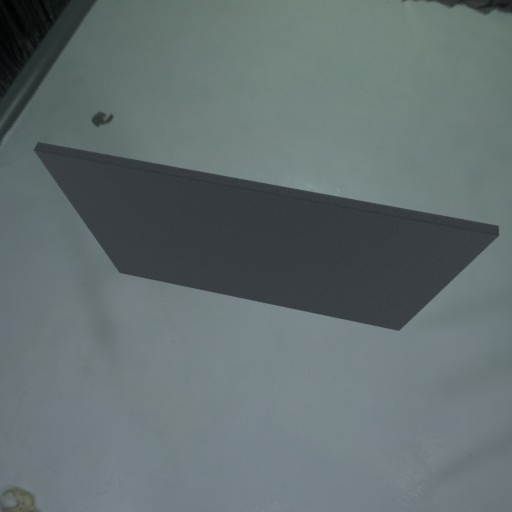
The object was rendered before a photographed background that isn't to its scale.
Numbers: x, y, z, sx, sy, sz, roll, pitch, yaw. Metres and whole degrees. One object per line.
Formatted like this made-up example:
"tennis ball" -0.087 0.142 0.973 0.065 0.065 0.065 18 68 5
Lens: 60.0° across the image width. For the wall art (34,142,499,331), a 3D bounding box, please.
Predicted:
"wall art" 0.000 0.000 1.201 0.964 0.659 0.049 13 65 6
